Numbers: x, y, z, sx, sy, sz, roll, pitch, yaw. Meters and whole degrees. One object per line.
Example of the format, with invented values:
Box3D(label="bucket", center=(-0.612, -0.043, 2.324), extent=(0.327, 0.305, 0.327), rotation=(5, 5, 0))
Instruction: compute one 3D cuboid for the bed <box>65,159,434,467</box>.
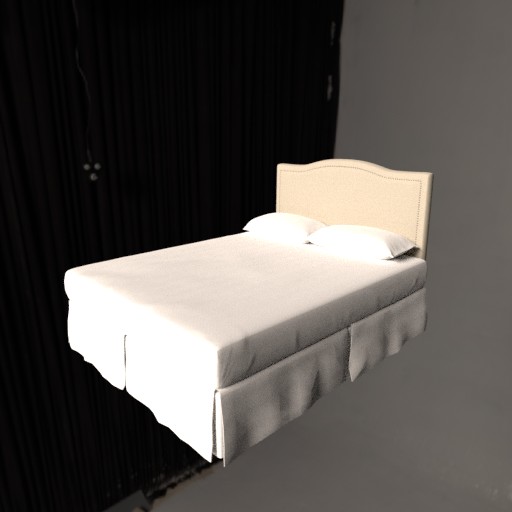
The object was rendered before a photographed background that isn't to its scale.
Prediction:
Box3D(label="bed", center=(0.000, 0.000, 3.569), extent=(2.477, 1.437, 1.977), rotation=(-15, 21, -42))
